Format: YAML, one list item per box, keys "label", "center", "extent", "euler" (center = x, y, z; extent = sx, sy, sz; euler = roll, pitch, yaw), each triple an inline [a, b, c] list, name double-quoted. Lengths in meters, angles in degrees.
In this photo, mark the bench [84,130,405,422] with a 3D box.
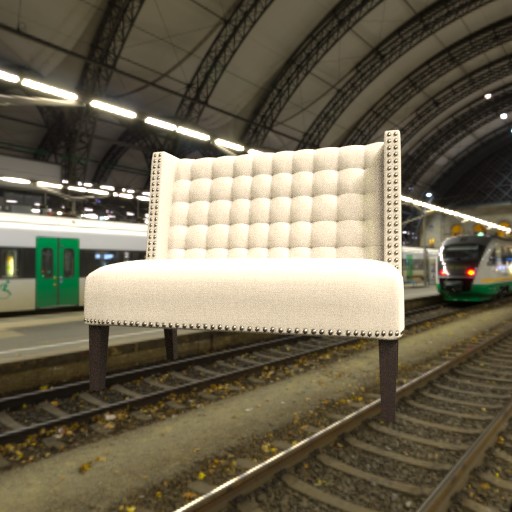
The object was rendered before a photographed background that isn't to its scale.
- label: "bench"
  center: [0.000, 0.000, 2.017]
  extent: [1.280, 1.123, 0.847]
  euler: [0, -1, 18]
